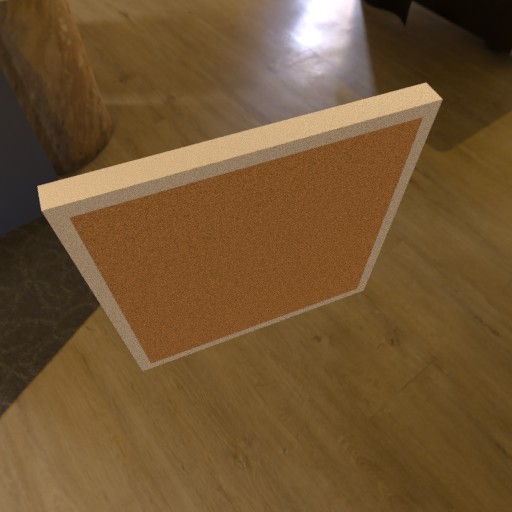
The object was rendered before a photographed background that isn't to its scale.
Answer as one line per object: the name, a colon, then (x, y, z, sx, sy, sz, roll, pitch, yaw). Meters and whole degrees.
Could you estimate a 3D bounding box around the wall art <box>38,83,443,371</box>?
wall art: (0.000, 0.000, 0.746, 0.507, 0.508, 0.038, -18, 58, -12)
